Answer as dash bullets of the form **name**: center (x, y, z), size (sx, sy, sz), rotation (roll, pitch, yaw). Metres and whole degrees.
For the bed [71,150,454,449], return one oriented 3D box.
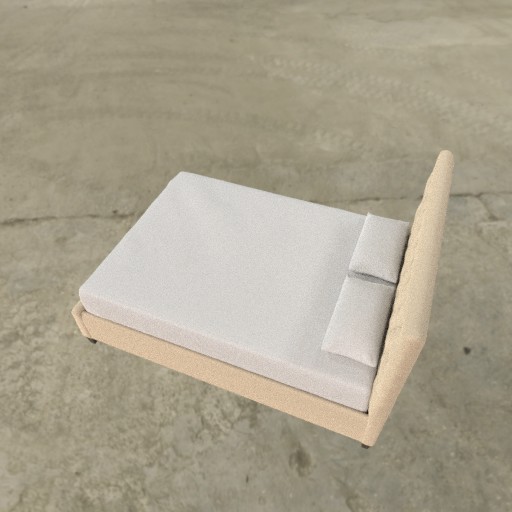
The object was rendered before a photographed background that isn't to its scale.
- **bed**: center (0.000, 0.000, 3.401), size (2.387, 1.427, 1.698), rotation (16, 49, 15)
